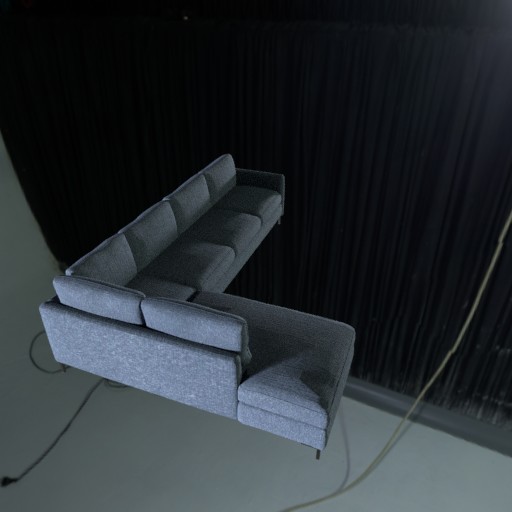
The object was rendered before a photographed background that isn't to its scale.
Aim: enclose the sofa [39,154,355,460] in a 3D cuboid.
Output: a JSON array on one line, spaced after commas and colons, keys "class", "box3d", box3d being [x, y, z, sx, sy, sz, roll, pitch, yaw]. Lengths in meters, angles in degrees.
[{"class": "sofa", "box3d": [0.000, 0.000, 3.887, 2.007, 0.815, 2.949, 11, 33, 18]}]
